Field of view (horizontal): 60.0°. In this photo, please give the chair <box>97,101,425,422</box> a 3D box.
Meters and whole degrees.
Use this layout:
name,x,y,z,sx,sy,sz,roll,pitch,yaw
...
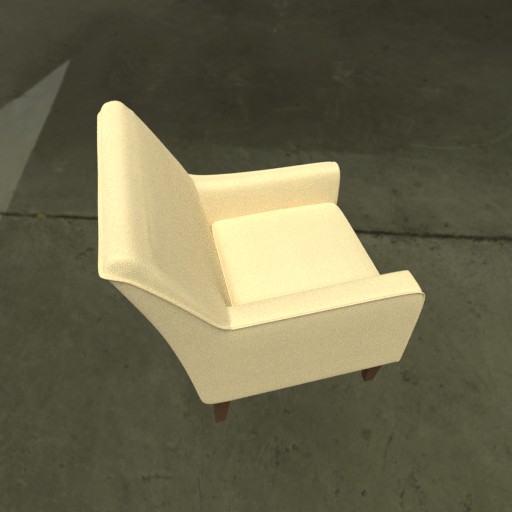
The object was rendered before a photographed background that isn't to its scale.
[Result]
name,x,y,z,sx,sy,sz,roll,pitch,yaw
chair,0.000,0.000,1.601,0.899,0.919,0.780,-10,47,-10
